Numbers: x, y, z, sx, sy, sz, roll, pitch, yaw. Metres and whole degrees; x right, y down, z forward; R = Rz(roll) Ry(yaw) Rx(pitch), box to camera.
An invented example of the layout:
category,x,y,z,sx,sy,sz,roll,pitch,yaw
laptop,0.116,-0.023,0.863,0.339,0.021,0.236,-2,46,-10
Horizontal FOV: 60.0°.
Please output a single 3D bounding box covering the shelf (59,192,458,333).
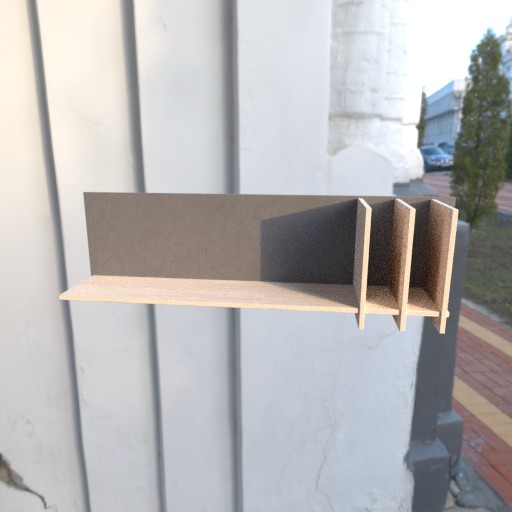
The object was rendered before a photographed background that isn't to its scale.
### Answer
category,x,y,z,sx,sy,sz,roll,pitch,yaw
shelf,0.000,0.000,1.160,1.020,0.300,0.200,2,14,7
